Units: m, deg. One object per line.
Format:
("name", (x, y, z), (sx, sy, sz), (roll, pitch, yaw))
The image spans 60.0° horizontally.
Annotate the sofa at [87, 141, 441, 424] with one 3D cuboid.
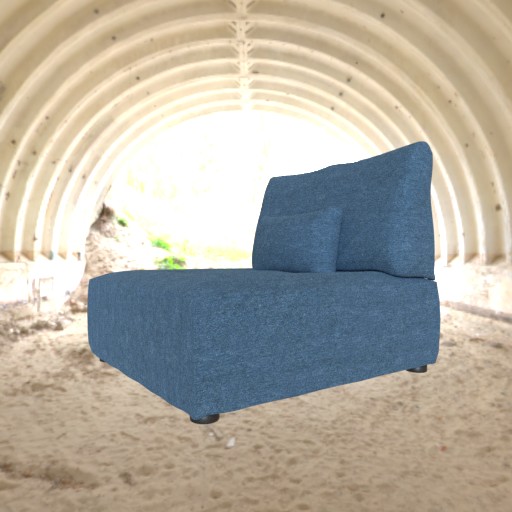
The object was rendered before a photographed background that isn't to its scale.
("sofa", (0.000, 0.000, 1.684), (1.000, 0.820, 0.930), (0, 0, -35))
